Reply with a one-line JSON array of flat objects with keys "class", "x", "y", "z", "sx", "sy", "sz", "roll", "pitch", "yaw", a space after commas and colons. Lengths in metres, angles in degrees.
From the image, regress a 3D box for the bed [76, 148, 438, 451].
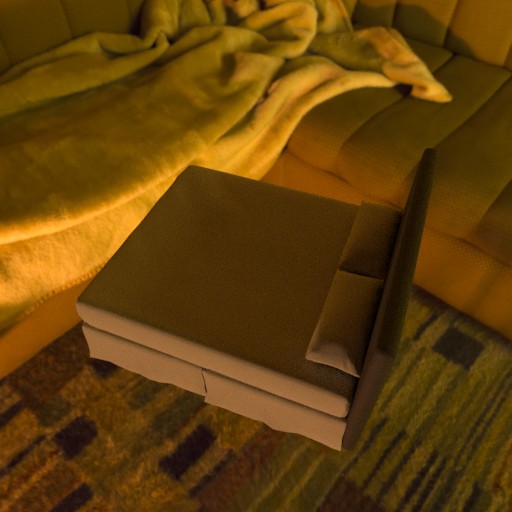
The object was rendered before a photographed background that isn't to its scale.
[{"class": "bed", "x": 0.000, "y": 0.000, "z": 3.346, "sx": 2.142, "sy": 1.330, "sz": 1.884, "roll": 16, "pitch": 50, "yaw": 14}]
